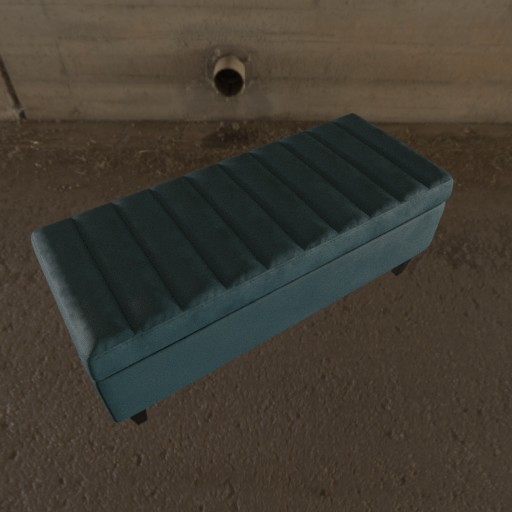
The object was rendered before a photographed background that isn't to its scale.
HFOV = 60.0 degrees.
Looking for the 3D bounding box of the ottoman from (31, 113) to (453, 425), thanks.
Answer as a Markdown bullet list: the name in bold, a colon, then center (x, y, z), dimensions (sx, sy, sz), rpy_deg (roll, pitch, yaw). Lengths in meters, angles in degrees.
- **ottoman**: center (0.000, 0.000, 1.403), dimensions (1.151, 0.469, 0.482), rpy_deg (-25, 52, -22)
